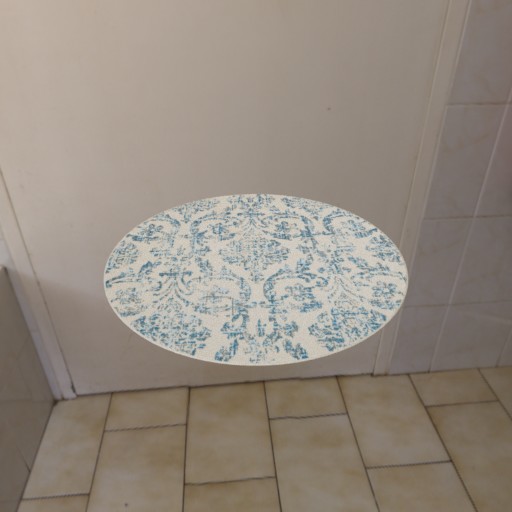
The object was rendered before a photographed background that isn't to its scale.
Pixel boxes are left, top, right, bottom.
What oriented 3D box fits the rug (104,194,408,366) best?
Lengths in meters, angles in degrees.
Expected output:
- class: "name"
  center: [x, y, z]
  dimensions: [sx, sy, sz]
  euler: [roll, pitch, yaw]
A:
- class: "rug"
  center: [0.000, 0.000, 2.411]
  dimensions: [1.593, 0.012, 1.593]
  euler: [0, 33, 0]
